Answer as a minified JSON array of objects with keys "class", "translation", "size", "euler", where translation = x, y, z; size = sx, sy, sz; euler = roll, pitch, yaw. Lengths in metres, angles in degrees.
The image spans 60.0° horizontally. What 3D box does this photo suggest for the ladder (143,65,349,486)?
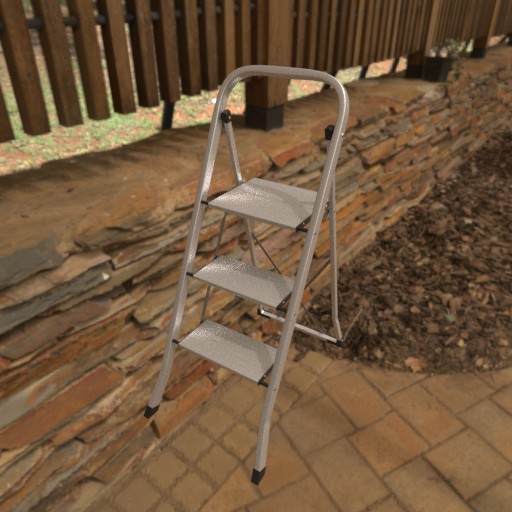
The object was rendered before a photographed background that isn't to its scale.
[{"class":"ladder","translation":[0.000,0.000,1.393],"size":[0.465,1.070,0.704],"euler":[18,35,28]}]
